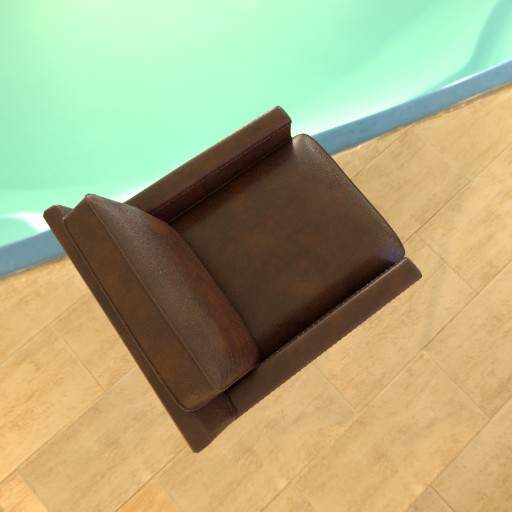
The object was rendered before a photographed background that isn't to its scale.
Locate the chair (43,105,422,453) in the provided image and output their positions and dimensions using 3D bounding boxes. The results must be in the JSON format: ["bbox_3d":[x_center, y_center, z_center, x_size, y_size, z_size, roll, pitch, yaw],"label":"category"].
[{"bbox_3d":[0.000,0.000,1.661,1.014,0.929,0.853,-35,78,-9],"label":"chair"}]
